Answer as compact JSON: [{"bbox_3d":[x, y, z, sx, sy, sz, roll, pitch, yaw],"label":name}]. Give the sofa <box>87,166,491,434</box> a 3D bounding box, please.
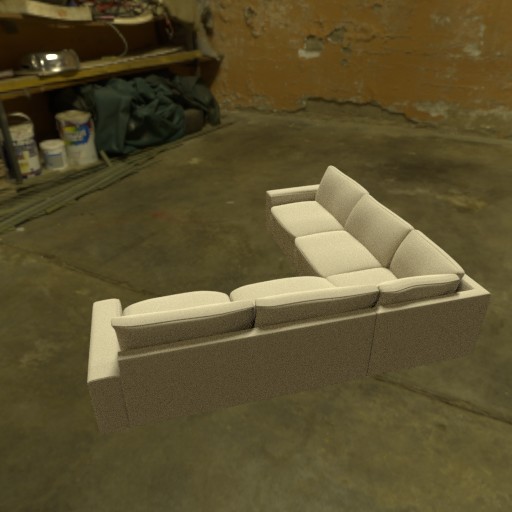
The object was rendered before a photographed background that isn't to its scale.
[{"bbox_3d":[0.000,0.000,4.681,3.206,0.918,3.066,-8,30,-13],"label":"sofa"}]
